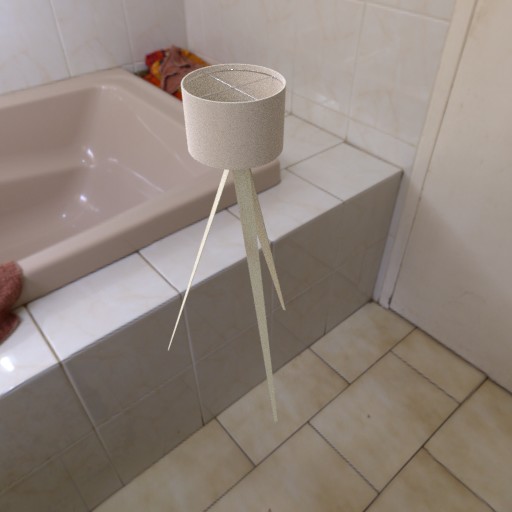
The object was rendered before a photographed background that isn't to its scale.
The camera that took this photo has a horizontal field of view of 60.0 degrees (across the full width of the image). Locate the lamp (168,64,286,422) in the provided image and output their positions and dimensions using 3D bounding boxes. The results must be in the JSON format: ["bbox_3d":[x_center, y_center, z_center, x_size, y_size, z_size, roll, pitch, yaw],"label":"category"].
[{"bbox_3d":[0.000,0.000,1.965,0.724,1.524,0.716,-27,48,-27],"label":"lamp"}]
